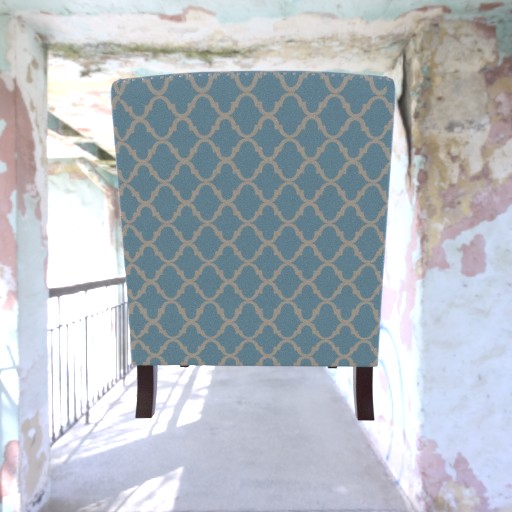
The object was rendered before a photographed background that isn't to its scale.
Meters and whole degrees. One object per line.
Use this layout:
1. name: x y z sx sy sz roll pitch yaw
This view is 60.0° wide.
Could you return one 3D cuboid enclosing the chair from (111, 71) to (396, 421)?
1. chair: 0.000 0.000 1.293 0.617 0.817 0.686 0 1 1
